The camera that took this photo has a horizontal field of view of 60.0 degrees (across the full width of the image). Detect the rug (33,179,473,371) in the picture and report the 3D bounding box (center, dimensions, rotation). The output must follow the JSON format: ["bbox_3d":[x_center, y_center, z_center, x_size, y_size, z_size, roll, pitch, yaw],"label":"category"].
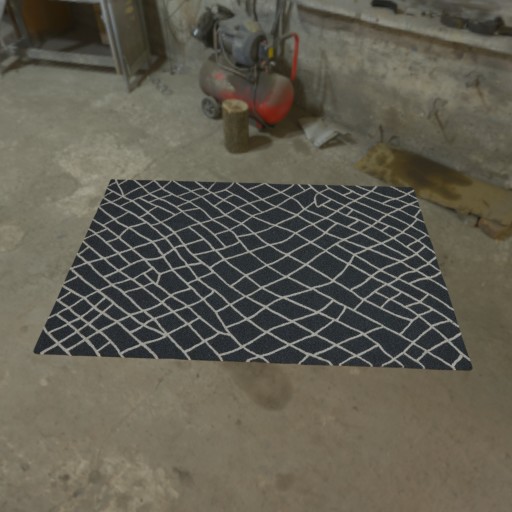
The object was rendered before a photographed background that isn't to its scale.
[{"bbox_3d":[0.000,0.000,2.255,1.830,0.013,1.223,2,46,2],"label":"rug"}]
